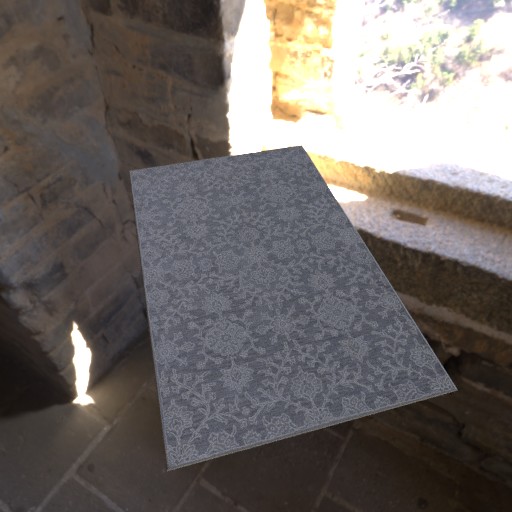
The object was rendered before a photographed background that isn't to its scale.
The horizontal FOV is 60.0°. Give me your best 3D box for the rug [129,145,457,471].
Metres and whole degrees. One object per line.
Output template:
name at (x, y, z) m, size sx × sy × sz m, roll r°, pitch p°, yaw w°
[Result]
rug at (0.000, 0.000, 2.987) m, size 1.515 × 0.010 × 2.430 m, roll -11°, pitch 47°, yaw -11°
